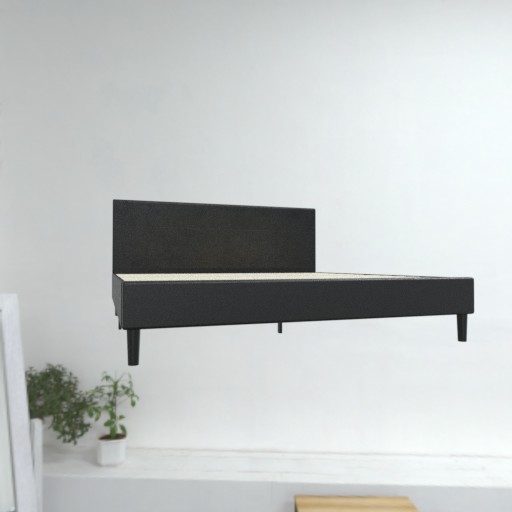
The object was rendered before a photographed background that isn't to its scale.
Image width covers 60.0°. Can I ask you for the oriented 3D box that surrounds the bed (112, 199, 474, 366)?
[{"bbox_3d":[0.000,0.000,3.335,2.018,1.046,2.152,0,-1,-19],"label":"bed"}]
